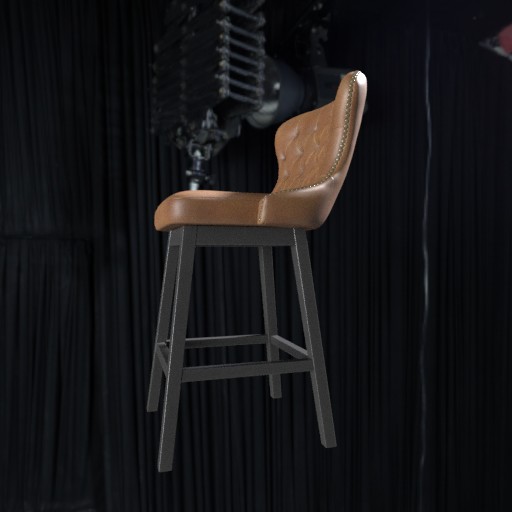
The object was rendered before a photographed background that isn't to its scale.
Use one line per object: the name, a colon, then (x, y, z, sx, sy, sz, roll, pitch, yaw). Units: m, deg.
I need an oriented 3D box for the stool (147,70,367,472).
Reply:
stool: (0.000, 0.000, 1.287, 0.593, 0.971, 0.528, 0, 1, -17)
